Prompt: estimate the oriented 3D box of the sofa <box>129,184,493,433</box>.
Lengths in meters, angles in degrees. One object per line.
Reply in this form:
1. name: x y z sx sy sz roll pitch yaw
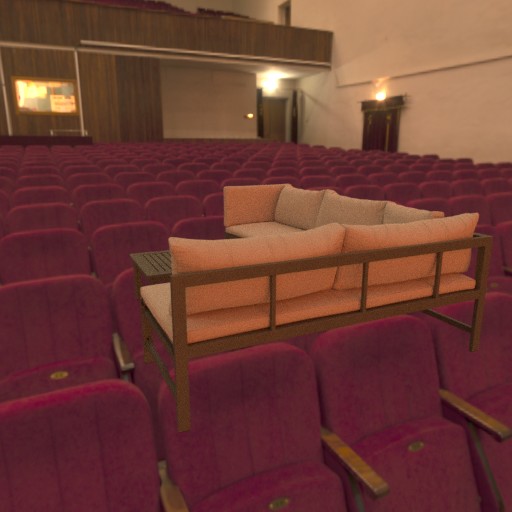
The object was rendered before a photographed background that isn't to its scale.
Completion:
1. sofa: 0.000 0.000 2.872 1.658 0.758 2.096 -7 15 -25
